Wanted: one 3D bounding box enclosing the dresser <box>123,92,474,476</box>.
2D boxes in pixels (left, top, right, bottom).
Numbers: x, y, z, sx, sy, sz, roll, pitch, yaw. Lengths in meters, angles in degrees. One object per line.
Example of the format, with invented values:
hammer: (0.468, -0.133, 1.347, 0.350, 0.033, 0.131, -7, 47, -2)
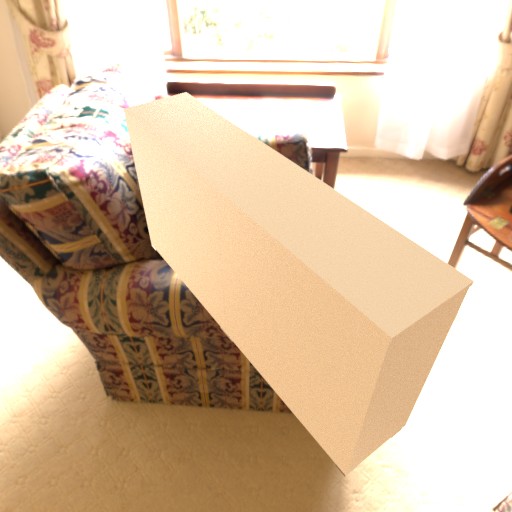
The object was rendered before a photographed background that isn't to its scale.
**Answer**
dresser: (0.000, 0.000, 1.818, 0.333, 0.790, 1.535, -26, 48, -26)
